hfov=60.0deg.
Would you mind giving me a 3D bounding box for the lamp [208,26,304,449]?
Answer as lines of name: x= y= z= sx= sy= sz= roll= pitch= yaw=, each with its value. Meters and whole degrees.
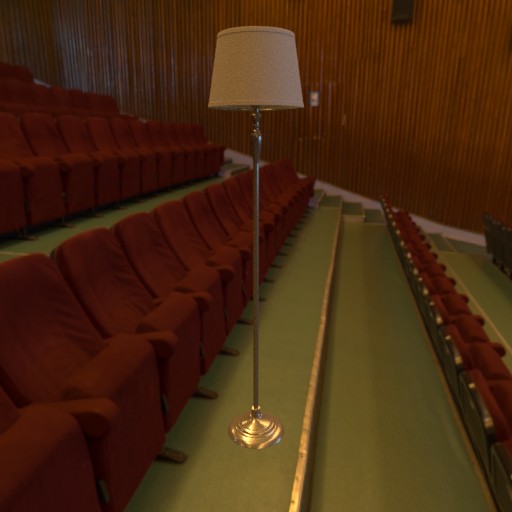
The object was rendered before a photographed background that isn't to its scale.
lamp: x=0.000 y=0.000 z=1.657 sx=0.327 sy=1.506 sz=0.327 roll=3 pitch=15 yaw=11
